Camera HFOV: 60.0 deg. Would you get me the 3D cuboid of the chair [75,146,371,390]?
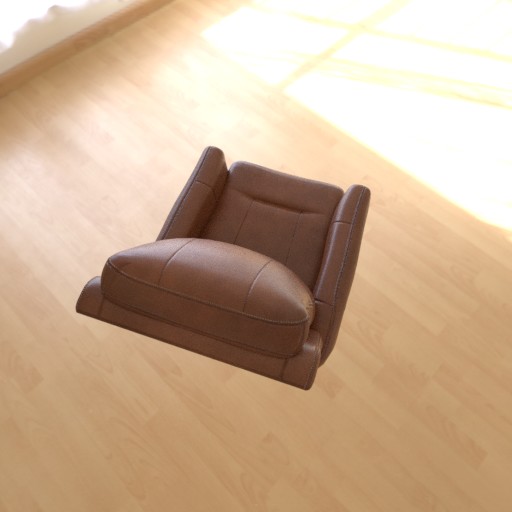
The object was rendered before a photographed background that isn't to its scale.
[{"bbox_3d":[0.000,0.000,1.754,0.821,1.016,1.072,17,62,9],"label":"chair"}]
